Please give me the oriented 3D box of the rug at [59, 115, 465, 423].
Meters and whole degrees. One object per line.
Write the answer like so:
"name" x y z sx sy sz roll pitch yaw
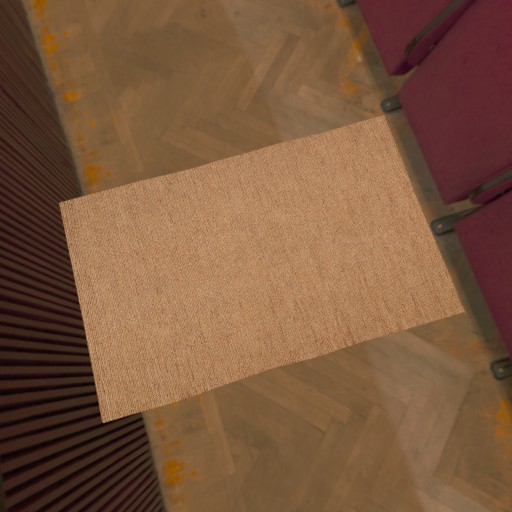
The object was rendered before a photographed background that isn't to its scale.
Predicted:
"rug" 0.000 0.000 3.026 2.439 0.011 1.533 -16 76 -4
